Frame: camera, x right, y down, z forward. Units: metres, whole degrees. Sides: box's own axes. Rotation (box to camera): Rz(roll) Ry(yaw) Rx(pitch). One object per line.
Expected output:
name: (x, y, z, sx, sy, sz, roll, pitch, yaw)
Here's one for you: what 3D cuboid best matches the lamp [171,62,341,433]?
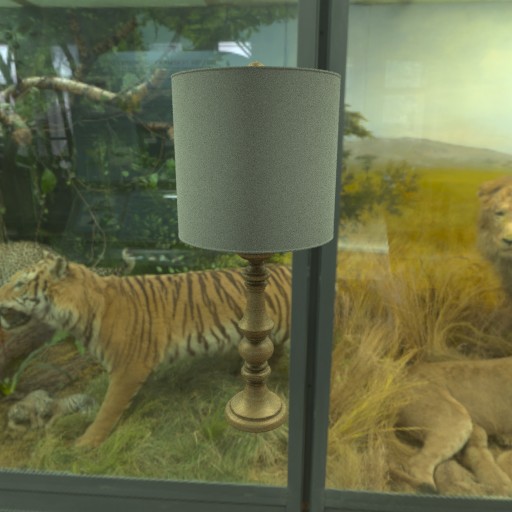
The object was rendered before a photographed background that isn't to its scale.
lamp: (0.000, 0.000, 0.737, 0.250, 0.597, 0.250, -8, 17, -26)
